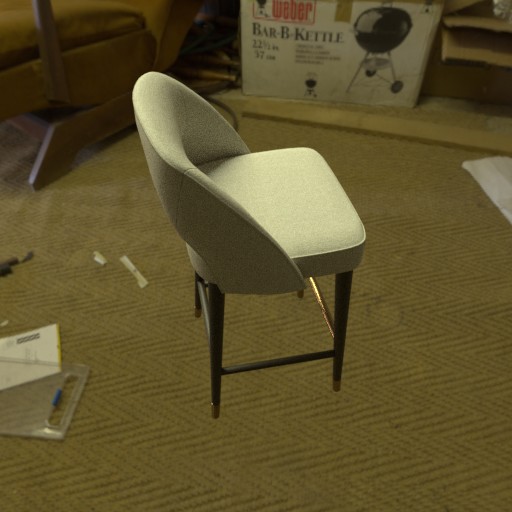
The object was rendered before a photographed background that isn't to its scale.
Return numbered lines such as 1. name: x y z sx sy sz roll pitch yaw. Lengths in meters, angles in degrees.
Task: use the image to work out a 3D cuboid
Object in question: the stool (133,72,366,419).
1. stool: 0.000 0.000 1.296 0.509 1.037 0.494 -10 47 -9
